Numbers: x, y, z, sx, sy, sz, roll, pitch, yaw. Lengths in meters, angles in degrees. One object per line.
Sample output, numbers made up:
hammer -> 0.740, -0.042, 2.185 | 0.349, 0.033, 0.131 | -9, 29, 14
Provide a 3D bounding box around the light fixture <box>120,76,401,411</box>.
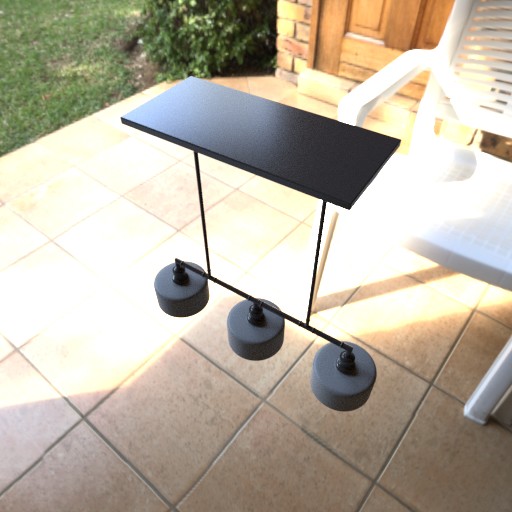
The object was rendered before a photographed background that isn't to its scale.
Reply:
light fixture -> 0.000, 0.000, 0.870 | 0.582, 0.557, 0.177 | 25, 51, 22
